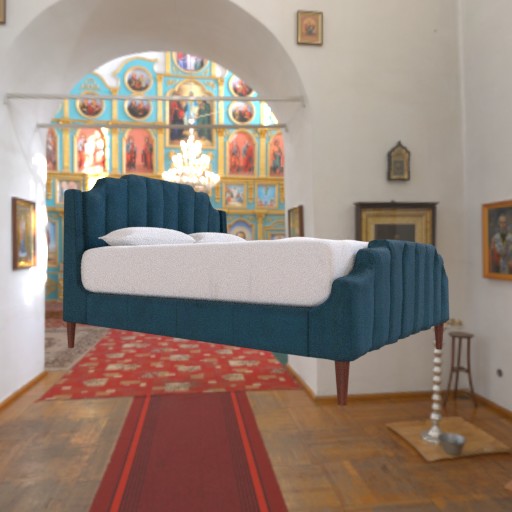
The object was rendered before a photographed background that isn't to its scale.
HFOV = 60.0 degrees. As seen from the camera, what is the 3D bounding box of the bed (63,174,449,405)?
[{"bbox_3d":[0.000,0.000,3.240,2.322,1.351,1.676,-1,-1,37],"label":"bed"}]
